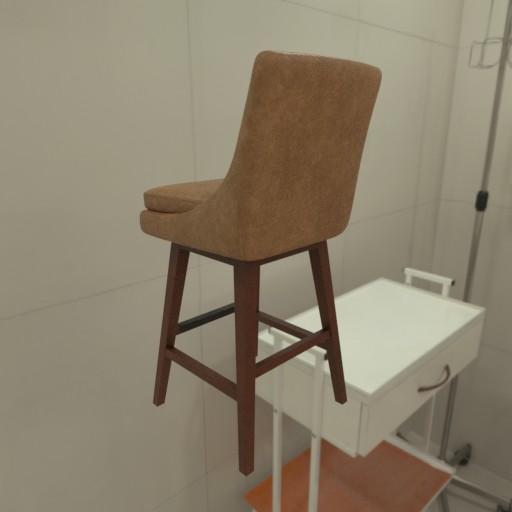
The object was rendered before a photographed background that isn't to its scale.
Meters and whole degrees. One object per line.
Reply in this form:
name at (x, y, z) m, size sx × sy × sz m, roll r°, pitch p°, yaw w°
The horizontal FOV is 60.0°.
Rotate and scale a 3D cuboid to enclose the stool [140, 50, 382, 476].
stool at (0.000, 0.000, 1.366) m, size 0.487 × 1.079 × 0.572 m, roll -16°, pitch 23°, yaw -42°
